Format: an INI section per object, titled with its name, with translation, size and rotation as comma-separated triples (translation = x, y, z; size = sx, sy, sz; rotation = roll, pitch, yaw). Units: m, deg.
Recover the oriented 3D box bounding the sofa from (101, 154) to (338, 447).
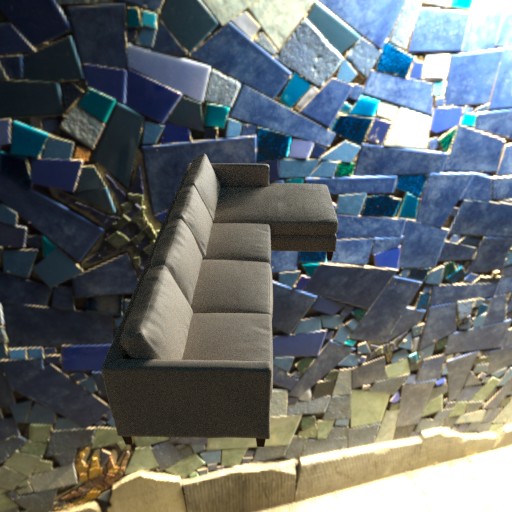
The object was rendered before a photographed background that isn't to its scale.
[sofa]
translation = 0.000, 0.000, 3.847
size = 1.625, 0.846, 3.186
rotation = 1, 32, 1
